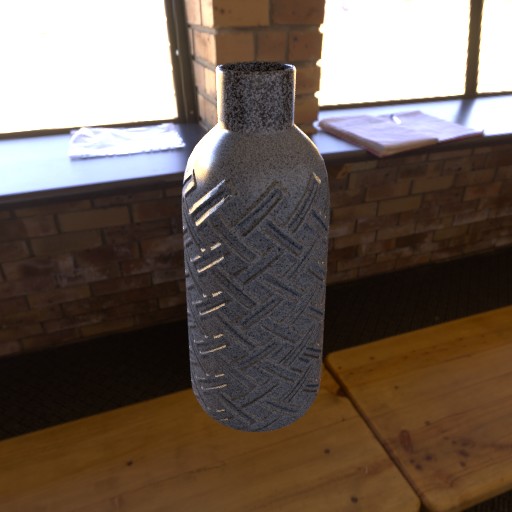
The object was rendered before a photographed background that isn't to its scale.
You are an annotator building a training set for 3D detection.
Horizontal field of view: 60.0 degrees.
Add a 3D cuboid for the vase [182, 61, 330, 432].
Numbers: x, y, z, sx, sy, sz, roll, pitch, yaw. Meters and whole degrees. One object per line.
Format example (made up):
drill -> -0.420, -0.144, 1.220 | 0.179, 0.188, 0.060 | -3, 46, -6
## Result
vase -> 0.000, 0.000, 0.356 | 0.122, 0.282, 0.122 | 0, 30, 0
